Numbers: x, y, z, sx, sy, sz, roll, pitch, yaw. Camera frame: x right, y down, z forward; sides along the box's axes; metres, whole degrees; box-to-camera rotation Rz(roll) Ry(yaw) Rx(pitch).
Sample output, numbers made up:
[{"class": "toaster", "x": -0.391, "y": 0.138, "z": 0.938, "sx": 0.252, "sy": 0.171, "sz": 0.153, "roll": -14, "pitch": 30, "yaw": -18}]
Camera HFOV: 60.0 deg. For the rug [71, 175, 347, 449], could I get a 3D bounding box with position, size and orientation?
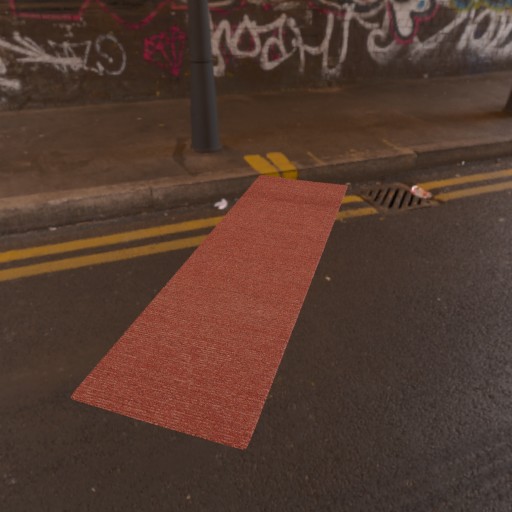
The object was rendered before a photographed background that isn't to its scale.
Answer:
[{"class": "rug", "x": 0.000, "y": 0.000, "z": 2.464, "sx": 0.687, "sy": 0.012, "sz": 2.307, "roll": 10, "pitch": 33, "yaw": 15}]
